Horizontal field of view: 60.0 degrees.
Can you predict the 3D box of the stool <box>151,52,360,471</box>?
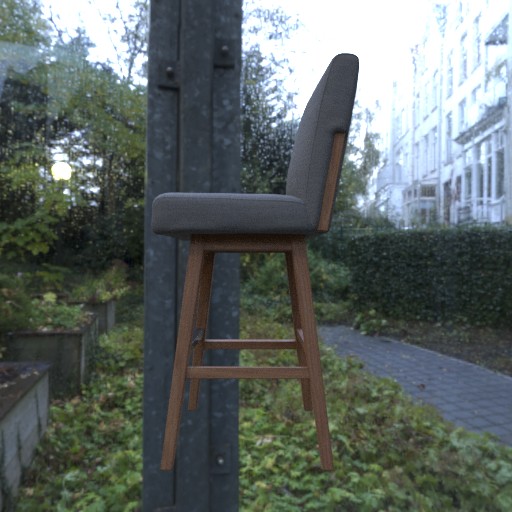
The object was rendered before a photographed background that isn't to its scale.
[{"bbox_3d":[0.000,0.000,1.388,0.570,1.112,0.483,0,0,0],"label":"stool"}]
